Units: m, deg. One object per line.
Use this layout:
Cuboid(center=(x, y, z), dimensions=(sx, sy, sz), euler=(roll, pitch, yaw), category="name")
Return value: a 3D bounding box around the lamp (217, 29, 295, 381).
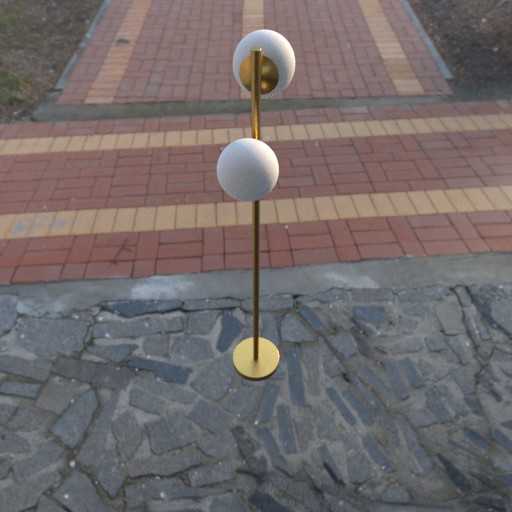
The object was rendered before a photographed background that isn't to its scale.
Cuboid(center=(0.000, 0.000, 1.795), dimensions=(0.249, 1.641, 0.419), euler=(9, 47, 8), category="lamp")
